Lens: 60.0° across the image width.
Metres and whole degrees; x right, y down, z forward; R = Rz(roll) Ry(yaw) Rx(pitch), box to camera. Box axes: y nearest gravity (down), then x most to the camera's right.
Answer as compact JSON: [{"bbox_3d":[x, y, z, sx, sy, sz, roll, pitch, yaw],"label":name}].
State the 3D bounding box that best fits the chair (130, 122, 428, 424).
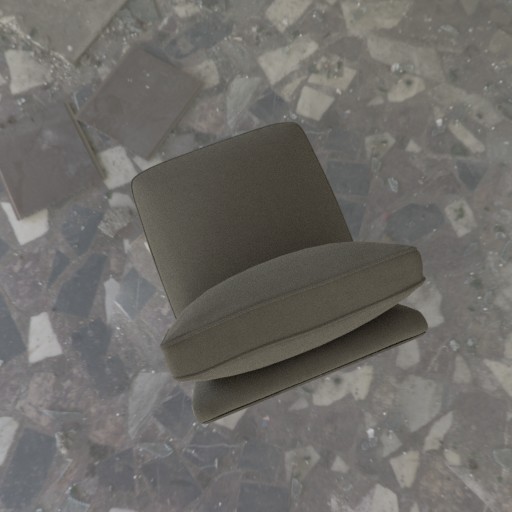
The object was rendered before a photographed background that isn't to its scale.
[{"bbox_3d":[0.000,0.000,1.657,0.724,1.045,0.924,-21,77,-5],"label":"chair"}]
